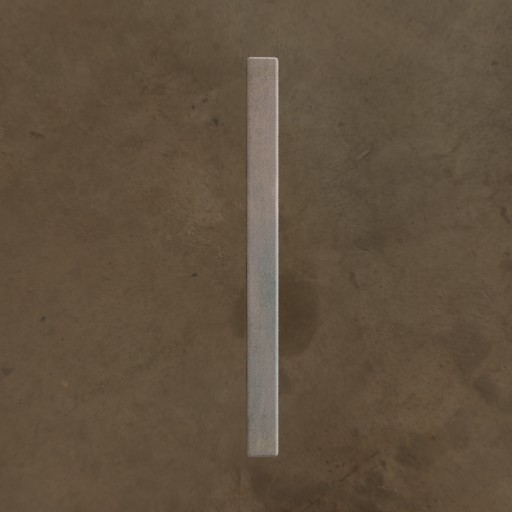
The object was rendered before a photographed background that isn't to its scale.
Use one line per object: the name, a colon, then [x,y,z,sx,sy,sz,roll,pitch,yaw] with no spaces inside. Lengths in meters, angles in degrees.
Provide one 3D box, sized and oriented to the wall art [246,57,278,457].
wall art: [0.000,0.000,0.791,0.035,0.605,0.443,0,90,-1]
